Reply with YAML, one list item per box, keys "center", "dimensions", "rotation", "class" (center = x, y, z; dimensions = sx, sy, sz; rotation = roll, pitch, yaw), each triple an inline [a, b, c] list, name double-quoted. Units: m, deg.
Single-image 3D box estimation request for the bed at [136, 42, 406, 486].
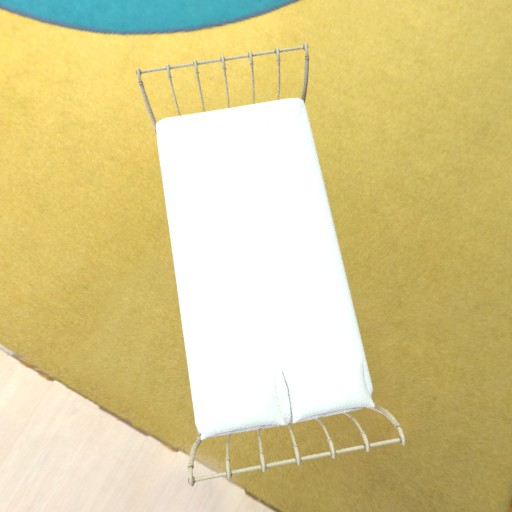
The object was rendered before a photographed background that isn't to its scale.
- center: [0.000, 0.000, 2.696]
  dimensions: [1.032, 0.873, 2.228]
  rotation: [-10, 75, -3]
  class: "bed"
